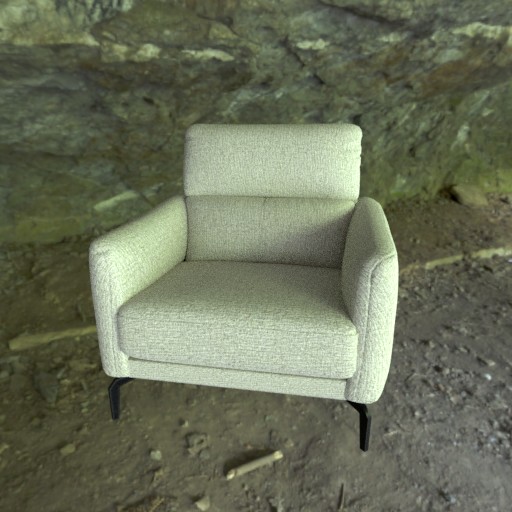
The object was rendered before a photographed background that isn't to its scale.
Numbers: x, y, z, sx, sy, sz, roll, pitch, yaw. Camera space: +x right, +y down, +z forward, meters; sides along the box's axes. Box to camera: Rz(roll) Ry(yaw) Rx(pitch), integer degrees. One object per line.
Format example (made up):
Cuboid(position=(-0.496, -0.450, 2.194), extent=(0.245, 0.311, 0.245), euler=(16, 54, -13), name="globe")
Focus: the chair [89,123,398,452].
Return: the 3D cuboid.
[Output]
Cuboid(position=(0.000, 0.000, 1.649), extent=(0.972, 0.967, 0.835), euler=(3, 15, 11), name="chair")
